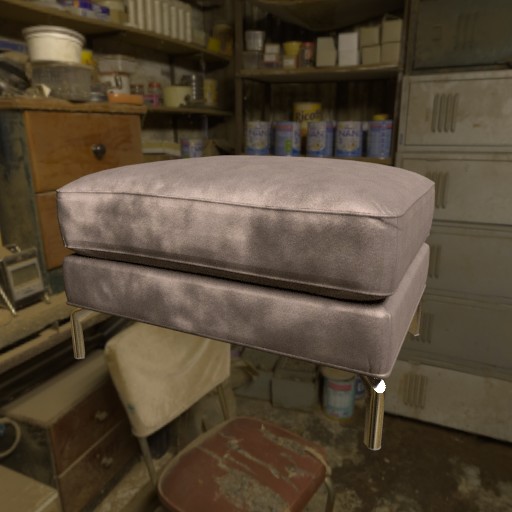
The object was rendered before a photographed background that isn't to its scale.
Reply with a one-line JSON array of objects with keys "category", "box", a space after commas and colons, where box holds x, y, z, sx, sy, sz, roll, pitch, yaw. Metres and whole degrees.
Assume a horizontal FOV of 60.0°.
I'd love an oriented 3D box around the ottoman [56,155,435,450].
[{"category": "ottoman", "box": [0.000, 0.000, 1.038, 0.719, 0.456, 0.520, 8, 17, 26]}]
